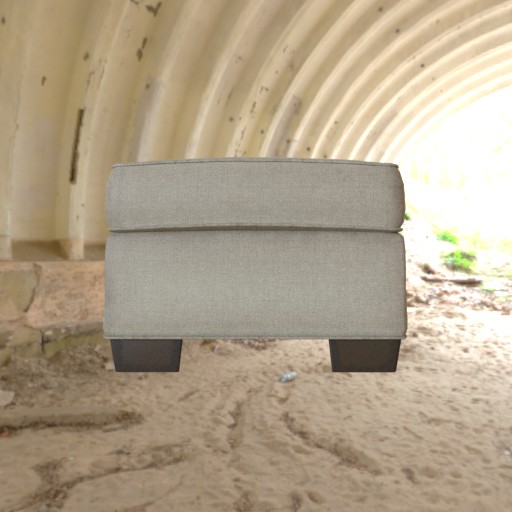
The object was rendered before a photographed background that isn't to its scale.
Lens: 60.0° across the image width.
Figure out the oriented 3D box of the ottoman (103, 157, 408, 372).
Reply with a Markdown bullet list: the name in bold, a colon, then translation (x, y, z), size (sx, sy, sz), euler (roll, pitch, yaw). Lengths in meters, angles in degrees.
- **ottoman**: translation (0.000, 0.000, 1.422), size (0.617, 0.461, 1.097), euler (0, 1, 0)
